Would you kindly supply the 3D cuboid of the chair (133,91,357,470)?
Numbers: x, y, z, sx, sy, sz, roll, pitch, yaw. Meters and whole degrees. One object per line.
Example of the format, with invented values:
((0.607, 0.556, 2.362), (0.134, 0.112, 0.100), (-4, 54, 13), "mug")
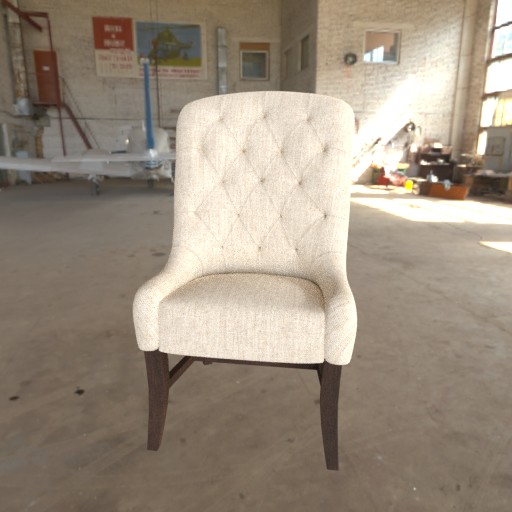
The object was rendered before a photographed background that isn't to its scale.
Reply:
((0.000, 0.000, 1.474), (0.634, 1.091, 0.629), (2, 14, 9), "chair")
